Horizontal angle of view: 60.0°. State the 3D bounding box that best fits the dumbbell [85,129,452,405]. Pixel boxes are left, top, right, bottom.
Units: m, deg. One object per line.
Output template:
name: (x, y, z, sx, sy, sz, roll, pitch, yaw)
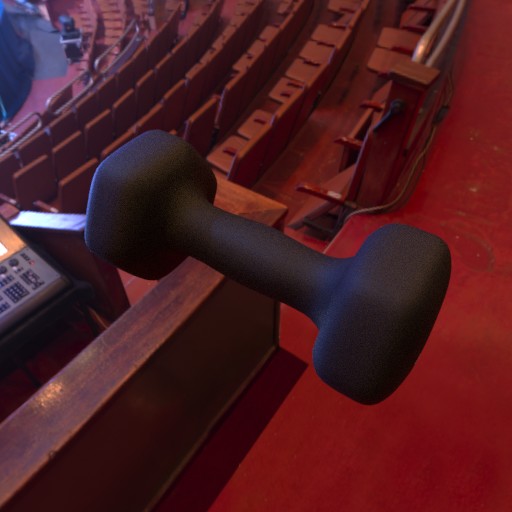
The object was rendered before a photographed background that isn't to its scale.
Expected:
dumbbell: (0.000, 0.000, 0.292, 0.231, 0.101, 0.112, 26, 52, 22)
